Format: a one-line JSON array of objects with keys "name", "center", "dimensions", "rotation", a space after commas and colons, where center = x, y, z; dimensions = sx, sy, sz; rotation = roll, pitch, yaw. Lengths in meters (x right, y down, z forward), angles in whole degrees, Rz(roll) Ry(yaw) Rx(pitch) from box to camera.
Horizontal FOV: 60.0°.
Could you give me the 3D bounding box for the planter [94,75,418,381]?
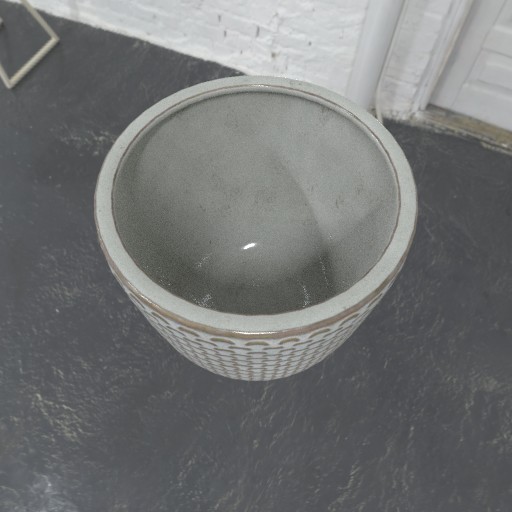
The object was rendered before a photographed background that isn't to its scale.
[{"name": "planter", "center": [0.000, 0.000, 0.245], "dimensions": [0.139, 0.130, 0.139], "rotation": [0, 61, 0]}]
